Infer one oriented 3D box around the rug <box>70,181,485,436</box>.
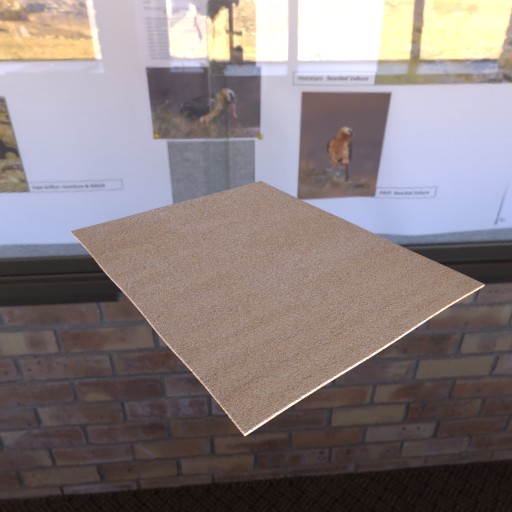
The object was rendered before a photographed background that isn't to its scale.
[{"bbox_3d":[0.000,0.000,4.022,2.400,0.025,3.000,-20,36,-31],"label":"rug"}]
